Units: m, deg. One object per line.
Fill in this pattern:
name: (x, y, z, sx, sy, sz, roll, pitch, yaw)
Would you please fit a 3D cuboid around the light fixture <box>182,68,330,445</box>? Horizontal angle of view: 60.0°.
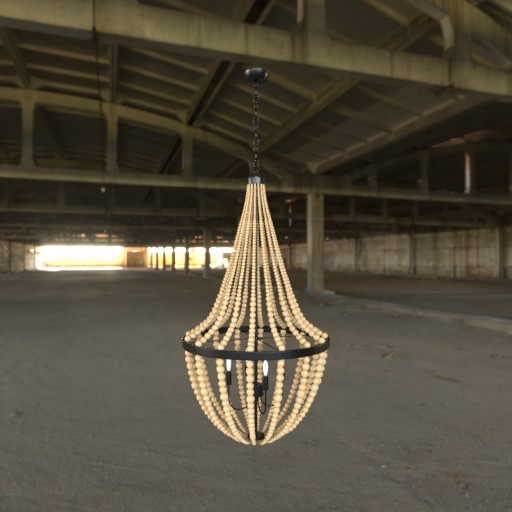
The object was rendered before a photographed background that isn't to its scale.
light fixture: (0.000, 0.000, 1.372, 0.450, 1.133, 0.450, 0, 0, 0)
